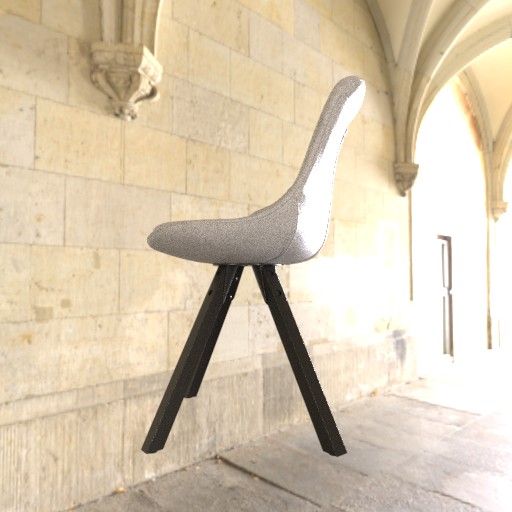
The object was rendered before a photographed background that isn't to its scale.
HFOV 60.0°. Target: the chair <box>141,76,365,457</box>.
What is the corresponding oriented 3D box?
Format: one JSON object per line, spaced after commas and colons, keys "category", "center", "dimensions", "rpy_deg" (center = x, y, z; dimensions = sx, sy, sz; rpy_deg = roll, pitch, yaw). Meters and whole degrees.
{"category": "chair", "center": [0.000, 0.000, 1.166], "dimensions": [0.550, 0.850, 0.485], "rpy_deg": [0, -2, 1]}
